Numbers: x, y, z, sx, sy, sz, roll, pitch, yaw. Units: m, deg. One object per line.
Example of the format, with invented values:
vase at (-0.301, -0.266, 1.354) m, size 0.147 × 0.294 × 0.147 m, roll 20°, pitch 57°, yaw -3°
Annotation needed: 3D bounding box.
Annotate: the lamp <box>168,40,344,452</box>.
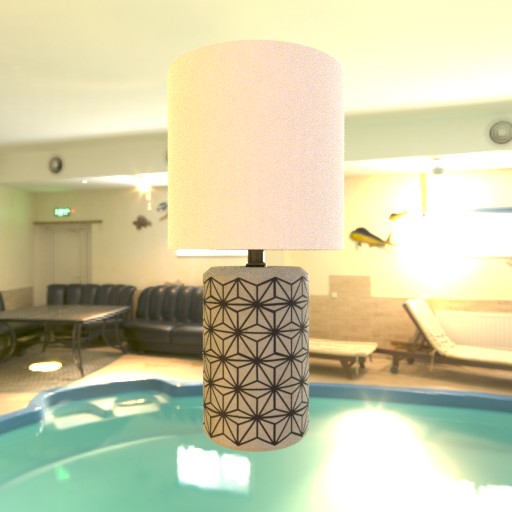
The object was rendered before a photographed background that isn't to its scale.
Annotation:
lamp at (0.000, 0.000, 0.529) m, size 0.206 × 0.416 × 0.206 m, roll 0°, pitch 0°, yaw -1°
